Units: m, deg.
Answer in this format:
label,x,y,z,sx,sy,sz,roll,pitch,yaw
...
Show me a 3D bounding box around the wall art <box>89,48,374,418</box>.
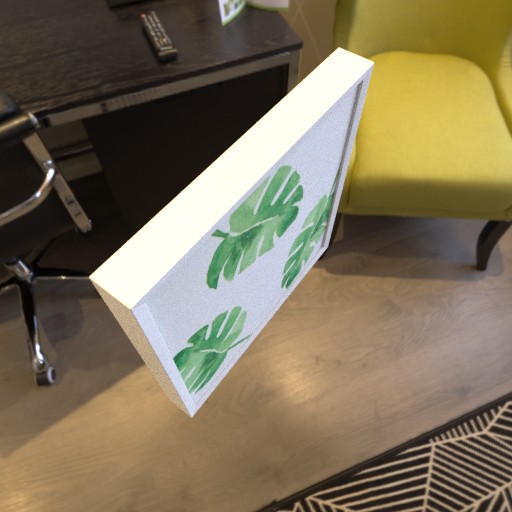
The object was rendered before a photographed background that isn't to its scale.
label,x,y,z,sx,sy,sz,roll,pitch,yaw
wall art,0.000,0.000,0.470,0.038,0.305,0.305,33,64,19
